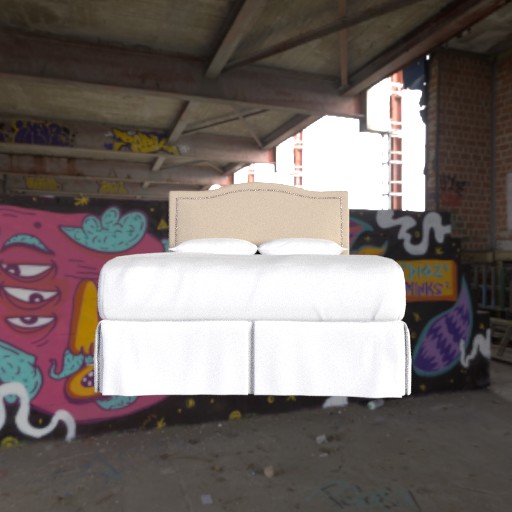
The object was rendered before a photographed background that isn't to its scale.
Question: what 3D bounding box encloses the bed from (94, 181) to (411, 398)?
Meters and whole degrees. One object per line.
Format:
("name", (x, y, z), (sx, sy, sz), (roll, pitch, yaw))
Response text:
("bed", (0.000, 0.000, 3.320), (1.753, 1.460, 2.143), (0, 0, 1))
